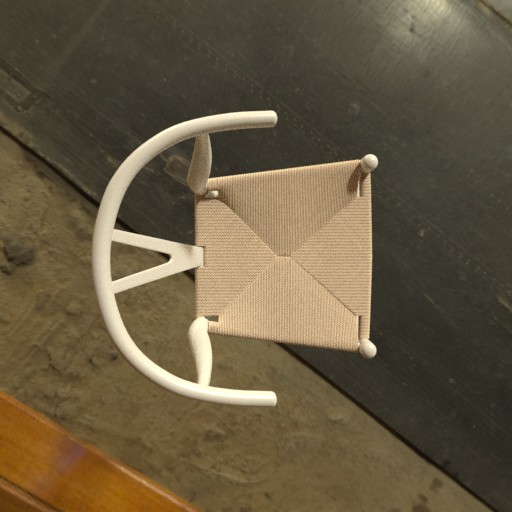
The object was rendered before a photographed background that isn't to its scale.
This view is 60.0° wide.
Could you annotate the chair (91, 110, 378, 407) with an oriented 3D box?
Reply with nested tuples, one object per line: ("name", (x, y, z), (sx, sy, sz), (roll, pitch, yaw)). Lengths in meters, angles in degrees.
("chair", (0.000, 0.000, 1.136), (0.579, 0.730, 0.569), (0, 92, 0))
